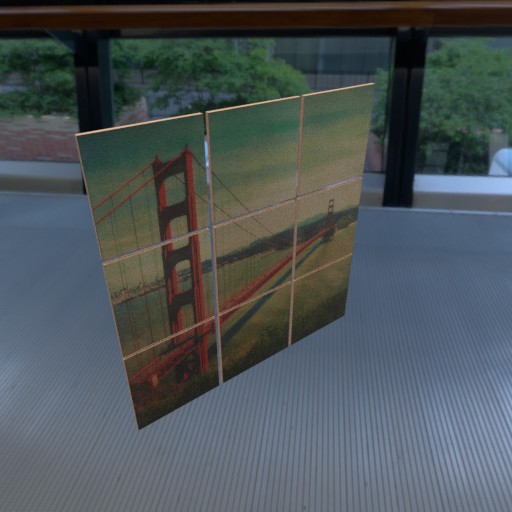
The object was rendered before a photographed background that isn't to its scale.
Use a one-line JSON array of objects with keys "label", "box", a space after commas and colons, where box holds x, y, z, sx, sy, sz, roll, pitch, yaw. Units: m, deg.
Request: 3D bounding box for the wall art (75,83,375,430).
[{"label": "wall art", "box": [0.000, 0.000, 1.368, 0.917, 0.910, 0.012, -22, 37, -31]}]
